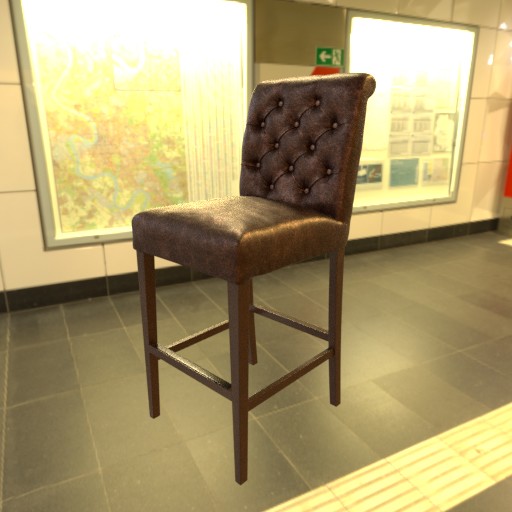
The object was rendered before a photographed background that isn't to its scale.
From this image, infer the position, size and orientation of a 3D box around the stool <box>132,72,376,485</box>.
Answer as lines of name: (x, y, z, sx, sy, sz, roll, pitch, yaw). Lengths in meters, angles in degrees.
stool: (0.000, 0.000, 1.495, 0.483, 1.168, 0.659, 15, 23, 41)
